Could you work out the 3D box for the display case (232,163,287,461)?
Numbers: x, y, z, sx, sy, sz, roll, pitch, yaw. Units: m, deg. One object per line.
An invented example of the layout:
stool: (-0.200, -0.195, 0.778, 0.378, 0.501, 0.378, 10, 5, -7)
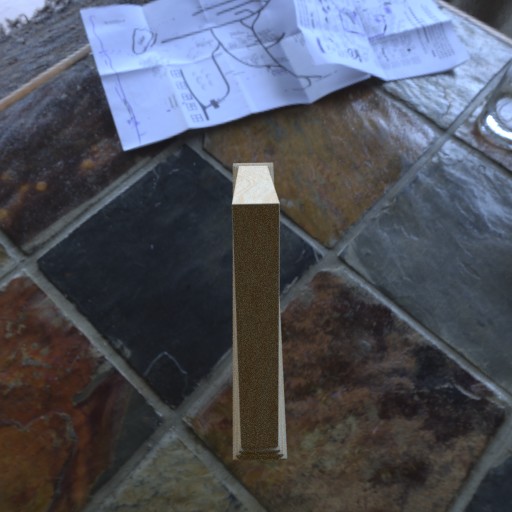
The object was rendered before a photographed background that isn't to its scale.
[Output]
display case: (0.000, 0.000, 0.766, 0.095, 0.340, 0.640, -1, 65, -1)
